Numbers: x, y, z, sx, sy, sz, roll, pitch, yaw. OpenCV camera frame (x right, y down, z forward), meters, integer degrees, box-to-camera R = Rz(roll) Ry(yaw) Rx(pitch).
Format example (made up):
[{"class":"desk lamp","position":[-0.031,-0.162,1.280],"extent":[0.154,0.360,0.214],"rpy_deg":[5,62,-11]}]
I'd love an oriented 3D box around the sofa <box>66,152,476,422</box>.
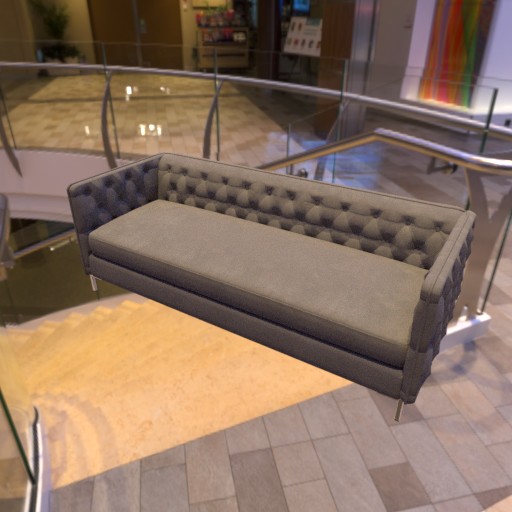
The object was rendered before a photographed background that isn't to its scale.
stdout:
[{"class":"sofa","position":[0.000,0.000,2.649],"extent":[2.209,0.771,0.895],"rpy_deg":[17,33,28]}]
